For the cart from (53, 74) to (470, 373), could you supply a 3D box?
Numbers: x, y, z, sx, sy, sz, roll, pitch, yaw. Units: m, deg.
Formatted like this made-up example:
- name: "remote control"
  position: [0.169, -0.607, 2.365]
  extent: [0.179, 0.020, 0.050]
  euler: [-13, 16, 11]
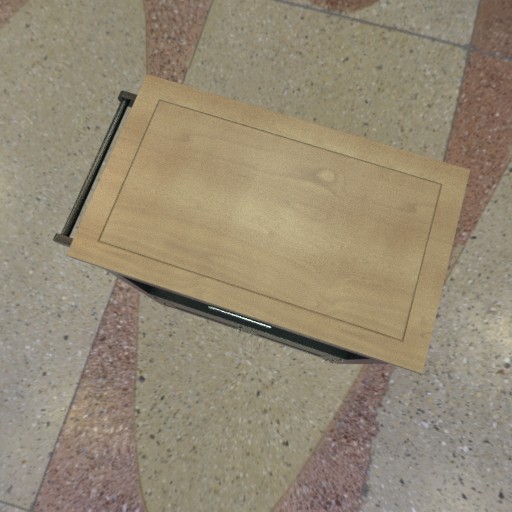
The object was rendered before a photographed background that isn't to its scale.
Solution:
- name: "cart"
  position: [0.000, 0.000, 1.390]
  extent: [0.840, 0.901, 0.459]
  euler: [18, 77, 4]
